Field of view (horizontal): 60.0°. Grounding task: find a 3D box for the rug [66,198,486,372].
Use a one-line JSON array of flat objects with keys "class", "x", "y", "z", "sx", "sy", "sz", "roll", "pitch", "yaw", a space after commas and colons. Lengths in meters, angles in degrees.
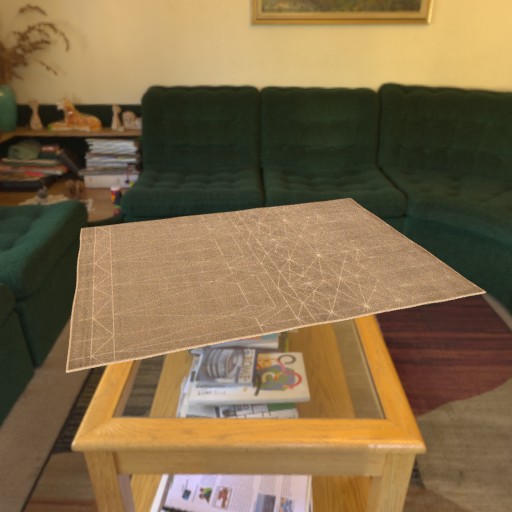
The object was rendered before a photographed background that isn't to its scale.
[{"class": "rug", "x": 0.000, "y": 0.000, "z": 4.370, "sx": 3.357, "sy": 0.019, "sz": 2.449, "roll": -8, "pitch": 28, "yaw": -15}]
